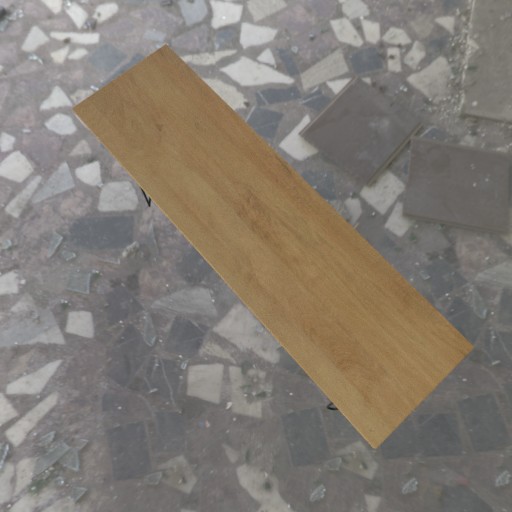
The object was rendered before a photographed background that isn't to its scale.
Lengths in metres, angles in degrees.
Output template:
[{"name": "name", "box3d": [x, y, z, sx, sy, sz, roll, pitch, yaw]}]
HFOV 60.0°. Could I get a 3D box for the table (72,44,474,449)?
[{"name": "table", "box3d": [0.000, 0.000, 1.740, 0.399, 0.799, 1.400, -40, 77, -11]}]
